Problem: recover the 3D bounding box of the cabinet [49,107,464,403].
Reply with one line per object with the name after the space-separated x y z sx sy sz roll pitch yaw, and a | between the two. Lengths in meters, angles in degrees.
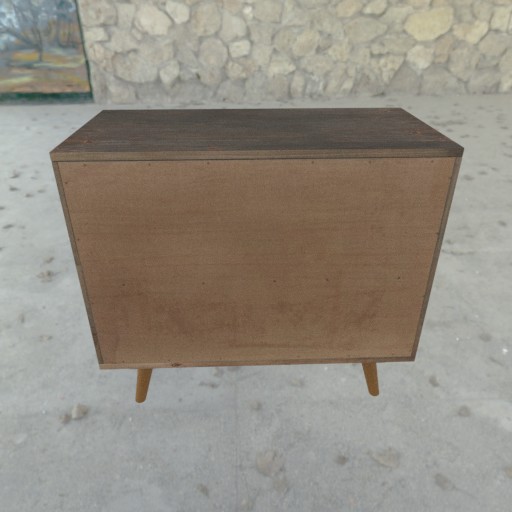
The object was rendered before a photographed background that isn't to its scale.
0.000 0.000 1.538 1.023 0.897 0.529 -1 30 -2 | cabinet
